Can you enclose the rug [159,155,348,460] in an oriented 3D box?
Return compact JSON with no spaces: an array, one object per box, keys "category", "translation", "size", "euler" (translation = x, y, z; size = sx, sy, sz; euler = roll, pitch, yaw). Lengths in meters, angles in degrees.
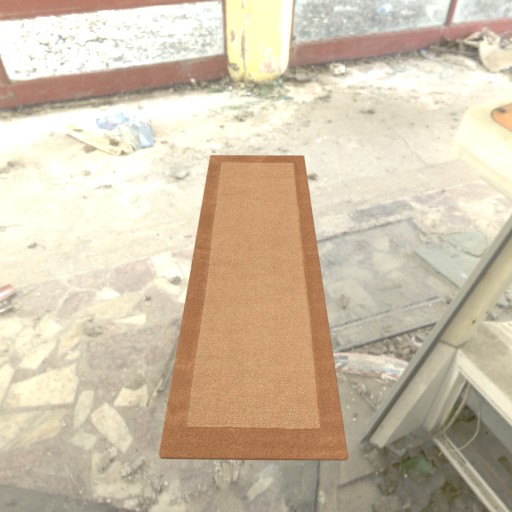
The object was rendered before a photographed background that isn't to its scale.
[{"category":"rug","translation":[0.000,0.000,2.682],"size":[0.764,0.017,2.439],"euler":[0,42,0]}]
